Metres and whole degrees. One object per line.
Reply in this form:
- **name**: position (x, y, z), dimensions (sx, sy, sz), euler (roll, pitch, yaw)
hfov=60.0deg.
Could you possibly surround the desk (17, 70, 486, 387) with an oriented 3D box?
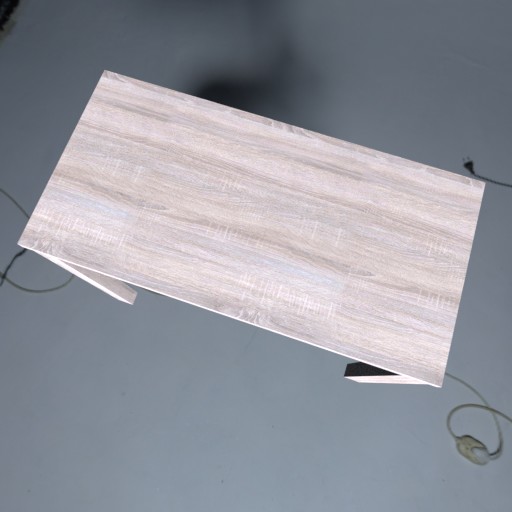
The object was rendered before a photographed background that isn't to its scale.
- **desk**: position (0.000, 0.000, 1.405), dimensions (0.991, 0.762, 0.495), euler (18, 75, 5)
